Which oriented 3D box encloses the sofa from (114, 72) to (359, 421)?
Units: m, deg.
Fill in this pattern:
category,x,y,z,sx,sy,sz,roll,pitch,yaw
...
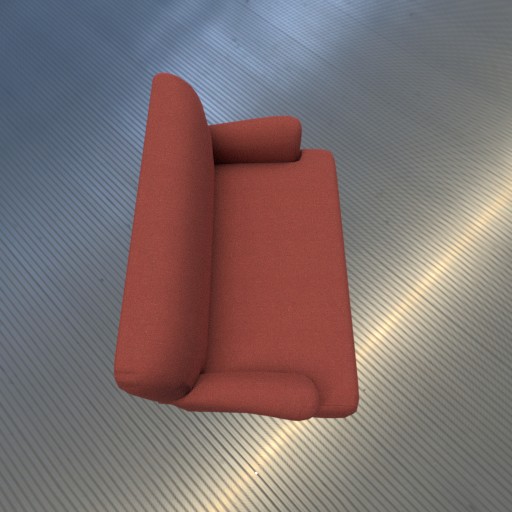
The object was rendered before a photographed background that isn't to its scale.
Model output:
category,x,y,z,sx,sy,sz,roll,pitch,yaw
sofa,0.000,0.000,1.822,0.779,0.889,1.297,0,64,0
